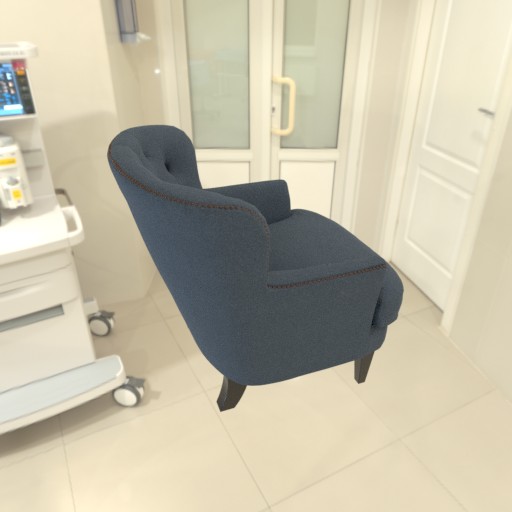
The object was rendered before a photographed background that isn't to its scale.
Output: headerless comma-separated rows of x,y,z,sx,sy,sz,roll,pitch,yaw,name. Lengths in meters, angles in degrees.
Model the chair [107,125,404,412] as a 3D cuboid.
0.000,0.000,1.608,0.906,0.868,0.848,-10,31,-18,chair
